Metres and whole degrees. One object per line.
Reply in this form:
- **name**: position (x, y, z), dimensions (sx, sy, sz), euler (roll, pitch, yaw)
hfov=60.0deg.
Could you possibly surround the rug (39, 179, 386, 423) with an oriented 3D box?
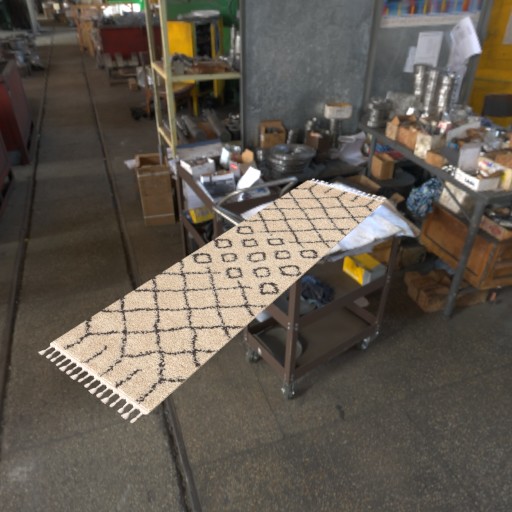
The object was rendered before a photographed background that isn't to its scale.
- **rug**: position (0.000, 0.000, 2.684), dimensions (0.660, 0.005, 2.464), euler (22, 39, 30)
